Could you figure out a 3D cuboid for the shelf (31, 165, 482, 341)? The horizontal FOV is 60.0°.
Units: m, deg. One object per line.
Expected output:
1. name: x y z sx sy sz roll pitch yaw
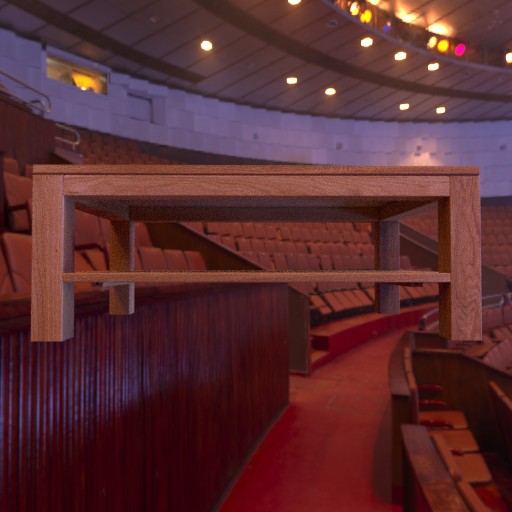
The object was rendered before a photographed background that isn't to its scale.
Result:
1. shelf: 0.000 0.000 1.484 1.150 0.450 0.700 0 -1 -1
